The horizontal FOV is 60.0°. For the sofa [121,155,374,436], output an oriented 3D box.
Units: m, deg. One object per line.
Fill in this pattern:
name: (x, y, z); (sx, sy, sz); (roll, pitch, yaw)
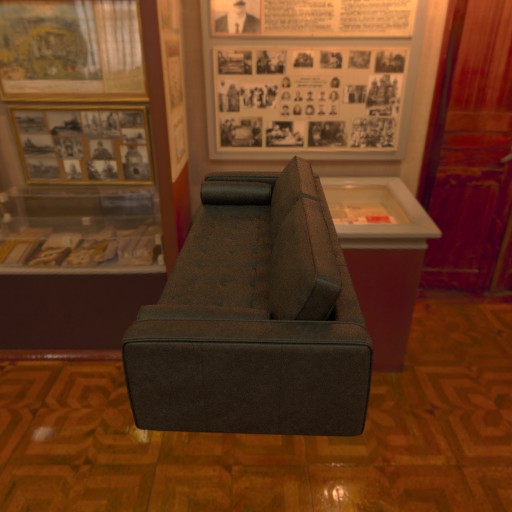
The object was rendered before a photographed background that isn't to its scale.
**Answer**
sofa: (0.000, 0.000, 2.578); (0.914, 0.762, 2.210); (1, 26, 2)
